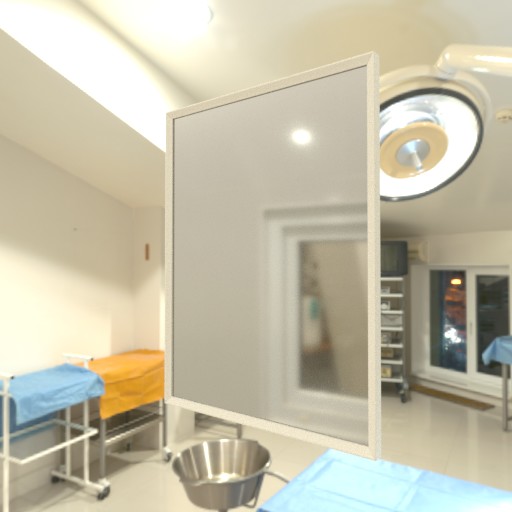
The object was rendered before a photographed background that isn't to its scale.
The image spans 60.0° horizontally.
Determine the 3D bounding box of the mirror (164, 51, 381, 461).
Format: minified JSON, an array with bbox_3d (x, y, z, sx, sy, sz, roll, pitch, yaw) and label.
[{"bbox_3d":[0.000,0.000,1.339,0.762,1.016,0.041,-1,-1,36],"label":"mirror"}]
